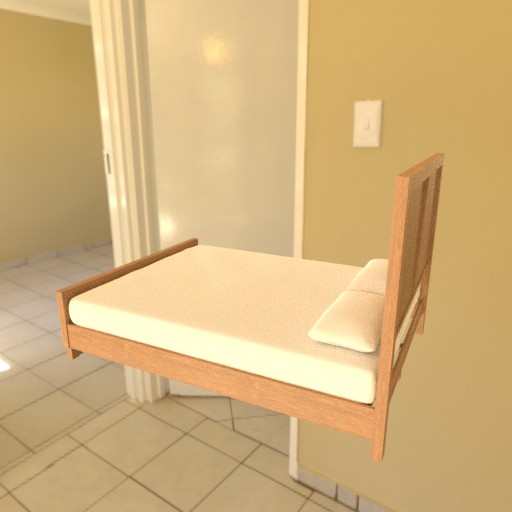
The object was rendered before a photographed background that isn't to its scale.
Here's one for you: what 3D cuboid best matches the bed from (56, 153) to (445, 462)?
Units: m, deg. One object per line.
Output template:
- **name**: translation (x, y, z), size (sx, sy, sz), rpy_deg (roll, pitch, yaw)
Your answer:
- **bed**: translation (0.000, 0.000, 3.126), size (2.184, 1.387, 1.606), rpy_deg (8, 19, 26)
